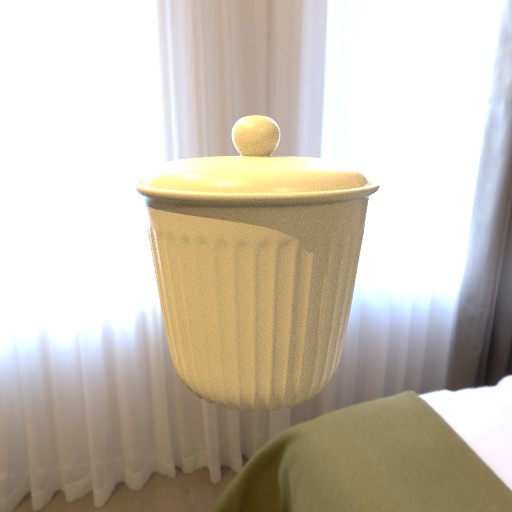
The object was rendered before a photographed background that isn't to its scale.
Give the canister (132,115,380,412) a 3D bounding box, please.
[{"bbox_3d":[0.000,0.000,0.348,0.181,0.211,0.181,0,15,0],"label":"canister"}]
